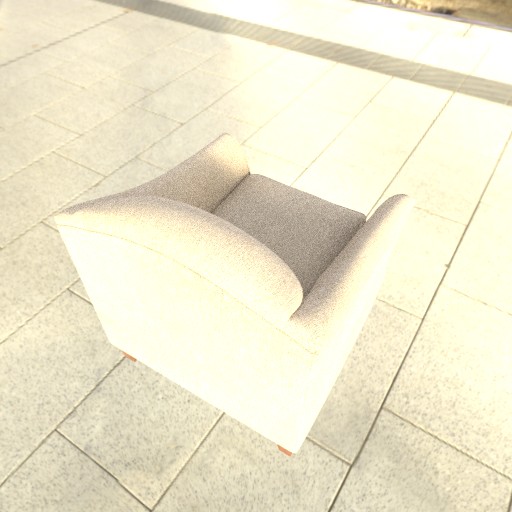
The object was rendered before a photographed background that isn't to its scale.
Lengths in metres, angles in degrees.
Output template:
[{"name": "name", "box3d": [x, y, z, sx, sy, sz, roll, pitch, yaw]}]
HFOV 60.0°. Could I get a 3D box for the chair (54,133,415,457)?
[{"name": "chair", "box3d": [0.000, 0.000, 1.441, 0.763, 0.839, 0.787, 24, 52, 20]}]
